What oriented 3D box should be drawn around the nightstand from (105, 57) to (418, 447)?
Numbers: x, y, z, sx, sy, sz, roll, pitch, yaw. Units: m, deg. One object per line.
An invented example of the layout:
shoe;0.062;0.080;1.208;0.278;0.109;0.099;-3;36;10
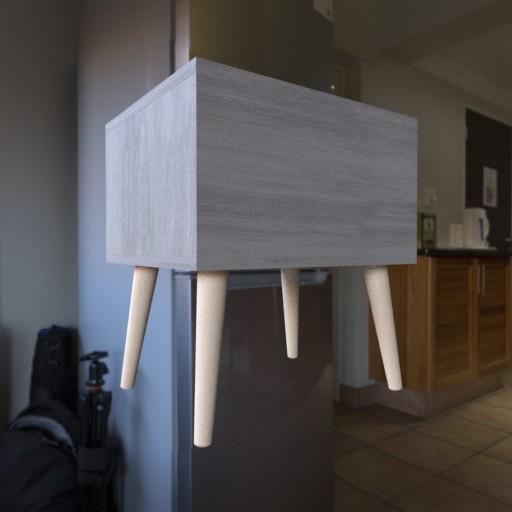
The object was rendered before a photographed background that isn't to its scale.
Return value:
nightstand;0.000;0.000;0.834;0.450;0.500;0.380;-1;1;-35
